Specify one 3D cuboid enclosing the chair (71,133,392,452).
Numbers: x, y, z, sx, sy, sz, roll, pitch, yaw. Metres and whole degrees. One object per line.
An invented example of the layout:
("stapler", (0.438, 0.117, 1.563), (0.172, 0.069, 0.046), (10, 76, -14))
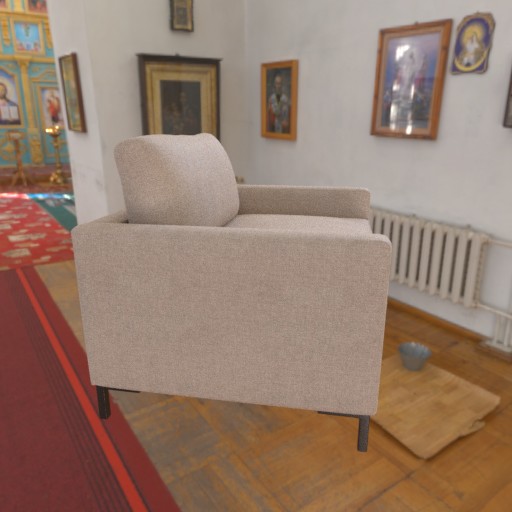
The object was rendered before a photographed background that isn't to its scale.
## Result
("chair", (0.000, 0.000, 1.615), (0.866, 0.861, 0.963), (3, 17, 10))
